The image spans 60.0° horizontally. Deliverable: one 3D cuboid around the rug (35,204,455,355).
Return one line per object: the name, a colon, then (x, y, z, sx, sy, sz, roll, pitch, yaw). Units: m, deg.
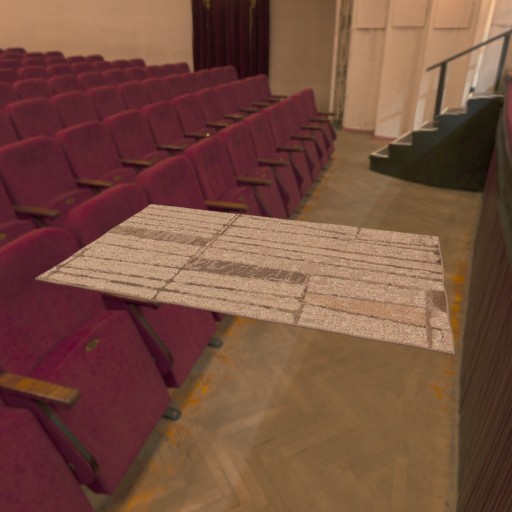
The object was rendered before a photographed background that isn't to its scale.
rug: (0.000, 0.000, 1.083, 0.867, 0.007, 0.515, 8, 27, 16)
